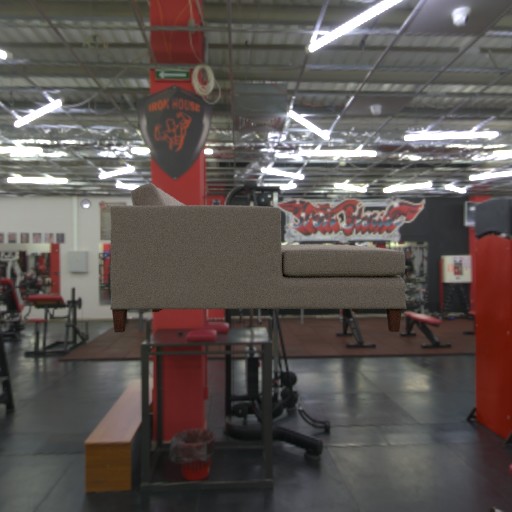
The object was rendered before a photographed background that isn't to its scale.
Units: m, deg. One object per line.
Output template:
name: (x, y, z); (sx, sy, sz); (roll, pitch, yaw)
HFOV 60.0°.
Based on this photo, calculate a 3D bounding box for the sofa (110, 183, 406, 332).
sofa: (0.000, 0.000, 3.971); (1.625, 0.846, 3.186); (0, 0, -1)
